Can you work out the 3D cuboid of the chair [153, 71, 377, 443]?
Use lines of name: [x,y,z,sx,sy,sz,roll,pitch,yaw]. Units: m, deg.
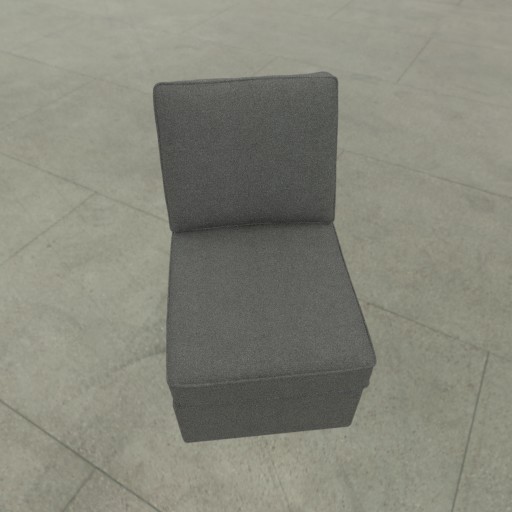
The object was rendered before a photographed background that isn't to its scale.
chair: [0.000,0.000,1.539,0.621,0.970,0.938,-4,46,-4]
